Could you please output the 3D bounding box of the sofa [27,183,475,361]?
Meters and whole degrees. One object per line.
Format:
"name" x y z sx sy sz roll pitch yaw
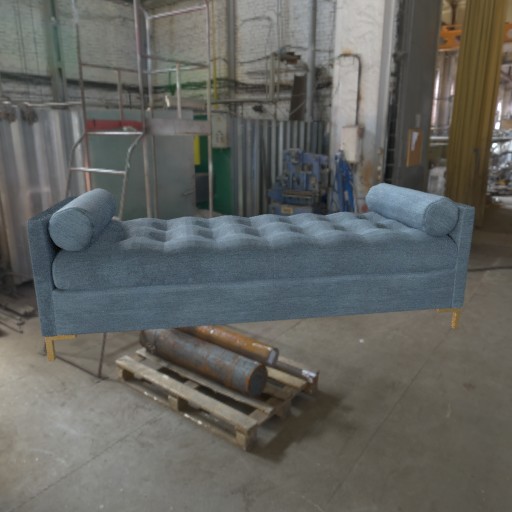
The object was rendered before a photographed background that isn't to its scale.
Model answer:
"sofa" 0.000 0.000 2.446 2.102 0.705 0.796 -3 15 -10
